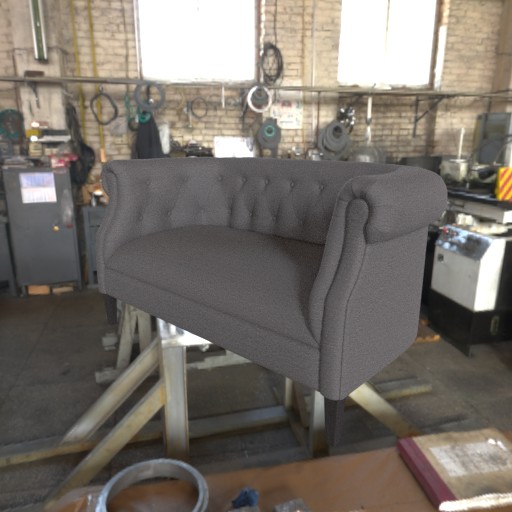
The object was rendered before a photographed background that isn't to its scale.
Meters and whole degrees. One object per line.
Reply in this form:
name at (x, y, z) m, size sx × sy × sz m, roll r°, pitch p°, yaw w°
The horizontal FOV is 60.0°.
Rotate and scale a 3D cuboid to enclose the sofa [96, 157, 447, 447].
sofa at (0.000, 0.000, 1.989) m, size 1.558 × 0.827 × 0.835 m, roll 14°, pitch 20°, yaw 41°
